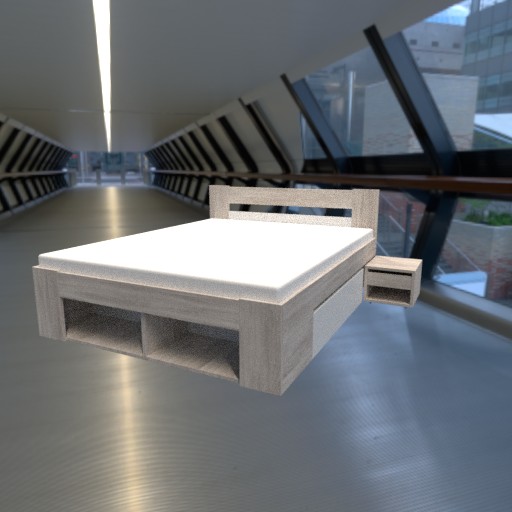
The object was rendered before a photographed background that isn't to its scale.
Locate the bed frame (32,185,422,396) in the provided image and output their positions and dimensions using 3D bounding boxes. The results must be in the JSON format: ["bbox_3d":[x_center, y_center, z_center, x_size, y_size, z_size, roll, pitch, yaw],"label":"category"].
[{"bbox_3d":[0.000,0.000,3.168,2.040,0.860,2.050,6,13,26],"label":"bed frame"}]
